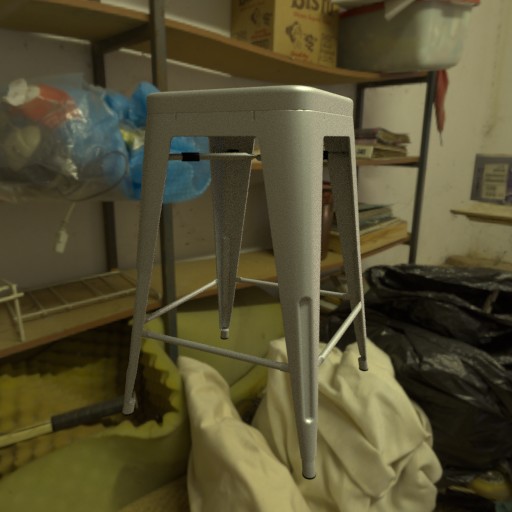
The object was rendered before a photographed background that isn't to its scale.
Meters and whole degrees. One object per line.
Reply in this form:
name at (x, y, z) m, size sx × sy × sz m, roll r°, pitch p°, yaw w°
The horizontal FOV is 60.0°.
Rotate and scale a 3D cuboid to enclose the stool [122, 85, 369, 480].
stool at (0.000, 0.000, 0.896) m, size 0.406 × 0.610 × 0.406 m, roll 7°, pitch 17°, yaw 25°
